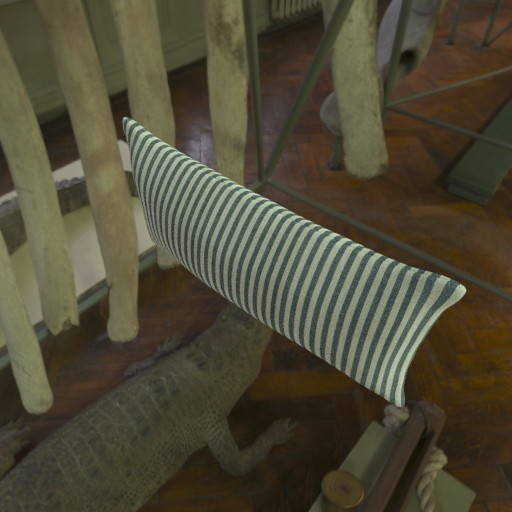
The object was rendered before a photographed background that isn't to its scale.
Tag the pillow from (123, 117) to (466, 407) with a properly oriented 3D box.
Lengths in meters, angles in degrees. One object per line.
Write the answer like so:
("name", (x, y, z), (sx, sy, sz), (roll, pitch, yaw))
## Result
("pillow", (0.000, 0.000, 0.739), (0.617, 0.295, 0.151), (31, 53, 27))
